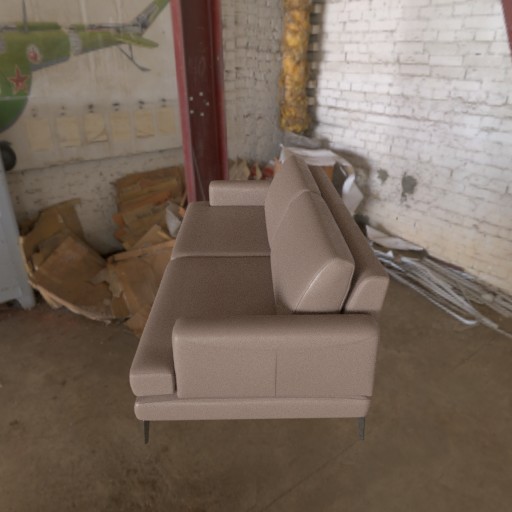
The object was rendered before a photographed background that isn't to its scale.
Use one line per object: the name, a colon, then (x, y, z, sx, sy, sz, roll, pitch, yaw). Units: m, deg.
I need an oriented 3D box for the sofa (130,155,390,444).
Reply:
sofa: (0.000, 0.000, 2.466, 0.974, 0.765, 1.940, -1, 26, -1)
